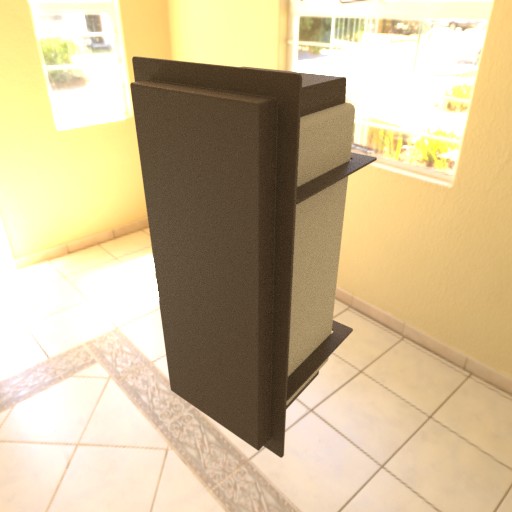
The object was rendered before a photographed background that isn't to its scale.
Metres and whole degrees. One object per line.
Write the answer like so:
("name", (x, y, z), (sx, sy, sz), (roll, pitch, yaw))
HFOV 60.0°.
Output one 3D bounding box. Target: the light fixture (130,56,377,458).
("light fixture", (0.000, 0.000, 0.421), (0.153, 0.347, 0.146), (21, 36, 33))
